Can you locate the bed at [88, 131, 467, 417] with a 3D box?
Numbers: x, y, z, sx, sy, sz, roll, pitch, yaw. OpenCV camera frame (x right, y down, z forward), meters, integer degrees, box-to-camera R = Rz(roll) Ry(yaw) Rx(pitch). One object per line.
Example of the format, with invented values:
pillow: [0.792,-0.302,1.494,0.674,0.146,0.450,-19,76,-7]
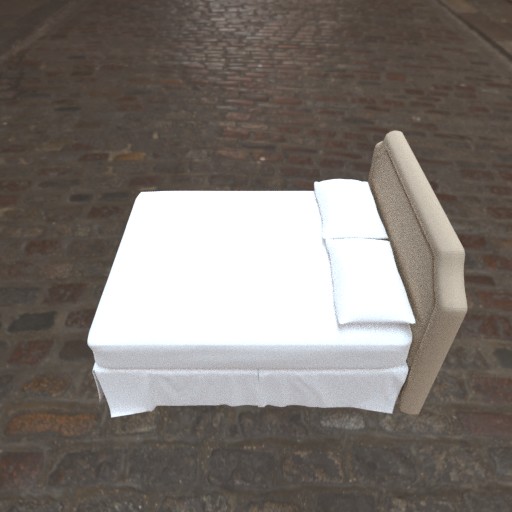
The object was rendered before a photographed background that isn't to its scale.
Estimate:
bed: [0.000,0.000,3.228,2.204,1.301,1.828,0,42,0]
